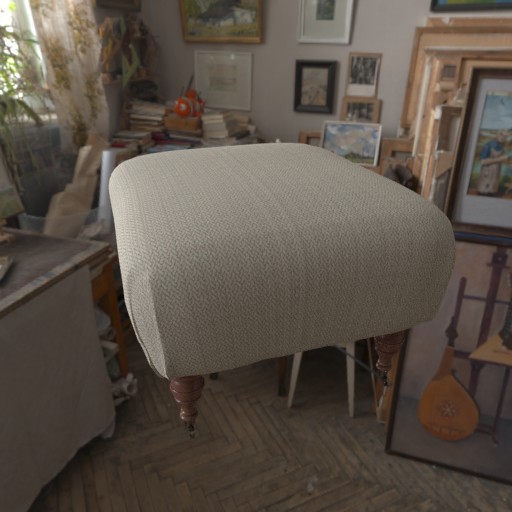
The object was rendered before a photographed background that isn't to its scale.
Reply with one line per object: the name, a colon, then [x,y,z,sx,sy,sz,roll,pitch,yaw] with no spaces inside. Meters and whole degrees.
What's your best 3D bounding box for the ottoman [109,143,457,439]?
ottoman: [0.000,0.000,1.060,0.622,0.447,0.684,-9,27,-17]
